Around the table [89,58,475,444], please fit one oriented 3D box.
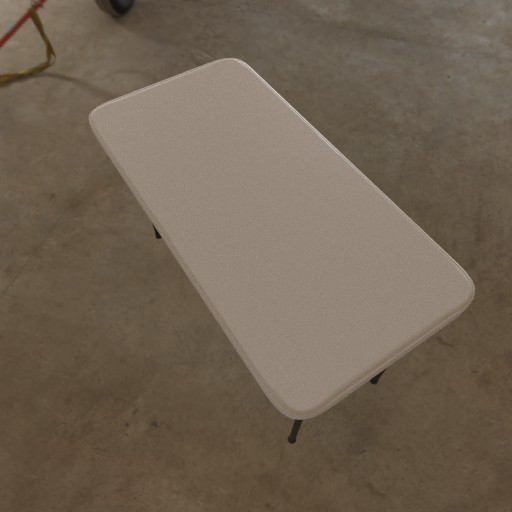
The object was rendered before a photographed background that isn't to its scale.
[{"bbox_3d":[0.000,0.000,1.610,0.610,0.729,1.219,-29,62,-17],"label":"table"}]
